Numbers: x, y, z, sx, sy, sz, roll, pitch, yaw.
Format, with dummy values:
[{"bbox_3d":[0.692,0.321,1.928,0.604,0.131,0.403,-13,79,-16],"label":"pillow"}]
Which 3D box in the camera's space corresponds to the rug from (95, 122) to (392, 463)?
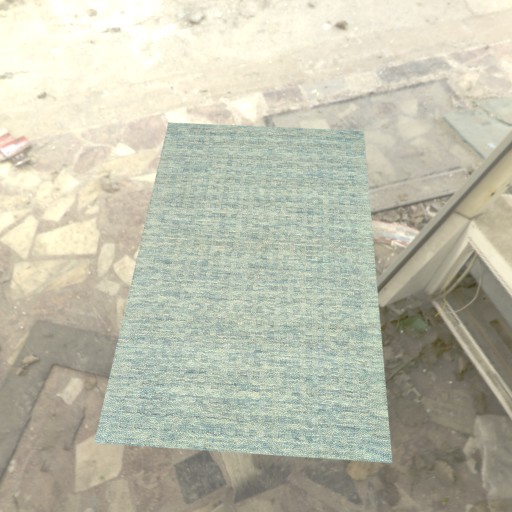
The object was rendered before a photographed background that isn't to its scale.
[{"bbox_3d":[0.000,0.000,2.141,1.142,0.006,1.752,3,59,2],"label":"rug"}]
